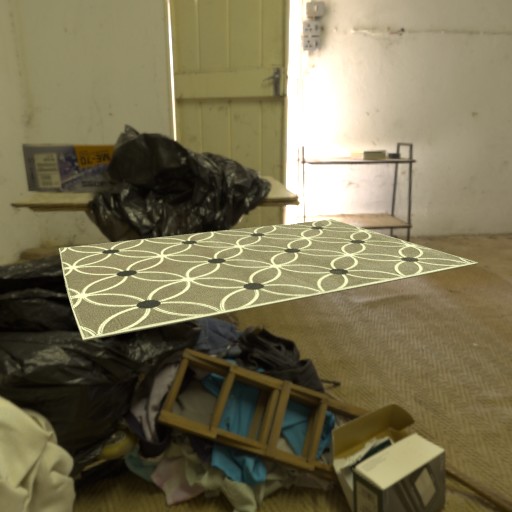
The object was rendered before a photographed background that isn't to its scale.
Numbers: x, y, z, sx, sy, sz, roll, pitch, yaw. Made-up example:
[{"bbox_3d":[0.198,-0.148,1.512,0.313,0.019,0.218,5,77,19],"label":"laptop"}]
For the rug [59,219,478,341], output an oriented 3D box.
[{"bbox_3d":[0.000,0.000,2.859,2.284,0.008,1.522,-8,18,-25],"label":"rug"}]
